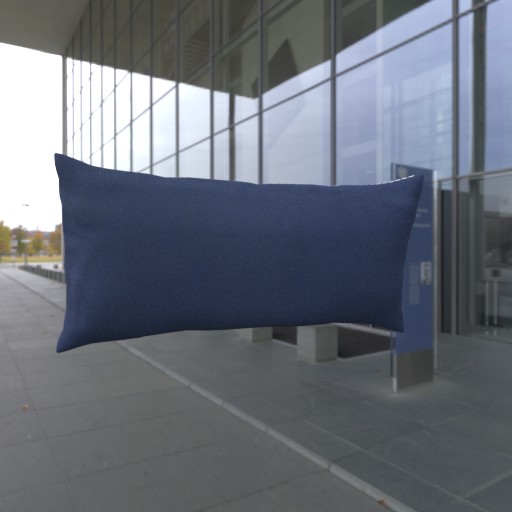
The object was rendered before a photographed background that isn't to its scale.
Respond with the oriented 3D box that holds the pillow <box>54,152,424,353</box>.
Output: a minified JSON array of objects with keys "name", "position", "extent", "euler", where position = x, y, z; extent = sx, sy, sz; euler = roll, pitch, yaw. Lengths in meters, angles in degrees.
[{"name":"pillow","position":[0.000,0.000,0.728],"extent":[0.608,0.292,0.156],"euler":[0,0,-18]}]
